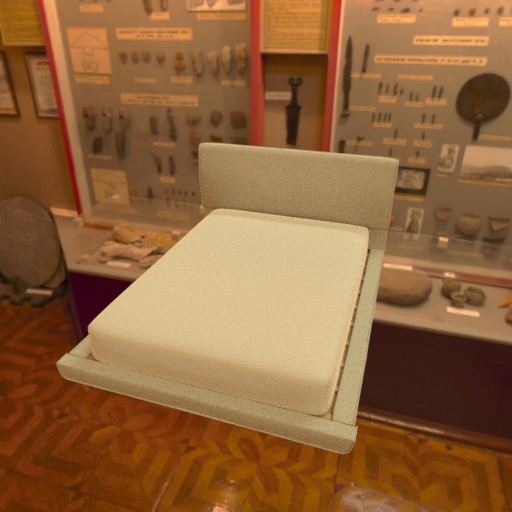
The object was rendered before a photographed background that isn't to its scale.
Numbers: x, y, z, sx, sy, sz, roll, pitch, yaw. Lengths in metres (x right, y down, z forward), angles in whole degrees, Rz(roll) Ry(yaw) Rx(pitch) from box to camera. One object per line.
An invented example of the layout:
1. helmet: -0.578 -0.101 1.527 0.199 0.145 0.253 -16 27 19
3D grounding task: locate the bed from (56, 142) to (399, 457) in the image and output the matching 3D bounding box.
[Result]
1. bed: 0.000 0.000 3.336 1.840 1.067 2.368 9 29 16
